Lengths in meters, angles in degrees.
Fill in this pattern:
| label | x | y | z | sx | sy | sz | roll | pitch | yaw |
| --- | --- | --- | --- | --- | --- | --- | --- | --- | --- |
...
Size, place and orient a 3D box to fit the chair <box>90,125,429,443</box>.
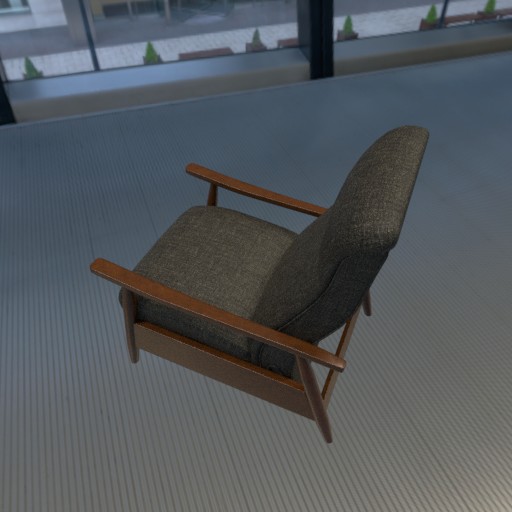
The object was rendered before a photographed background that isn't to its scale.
| label | x | y | z | sx | sy | sz | roll | pitch | yaw |
| --- | --- | --- | --- | --- | --- | --- | --- | --- | --- |
| chair | 0.000 | 0.000 | 1.783 | 1.014 | 1.082 | 0.762 | 17 | 47 | 16 |
